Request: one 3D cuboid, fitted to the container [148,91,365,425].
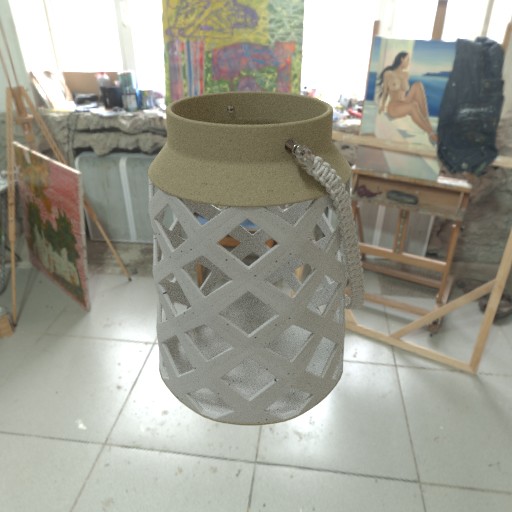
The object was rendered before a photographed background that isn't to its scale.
[{"bbox_3d":[0.000,0.000,0.348,0.172,0.229,0.163,-11,32,-19],"label":"container"}]
